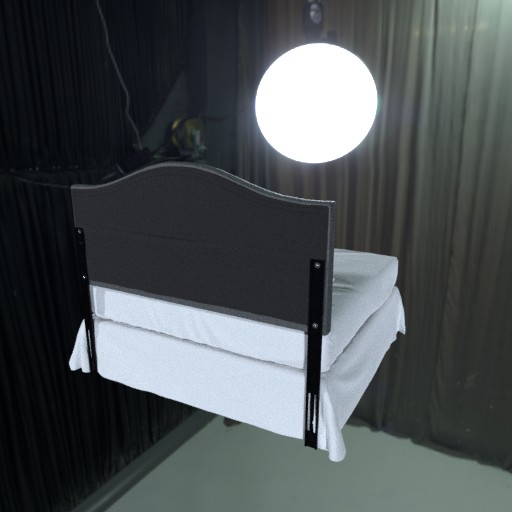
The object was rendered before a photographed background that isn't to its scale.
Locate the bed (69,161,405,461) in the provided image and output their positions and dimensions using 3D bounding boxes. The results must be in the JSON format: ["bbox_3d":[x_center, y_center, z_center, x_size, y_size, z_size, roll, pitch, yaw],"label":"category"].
[{"bbox_3d":[0.000,0.000,3.767,2.314,1.651,2.219,8,17,28],"label":"bed"}]
